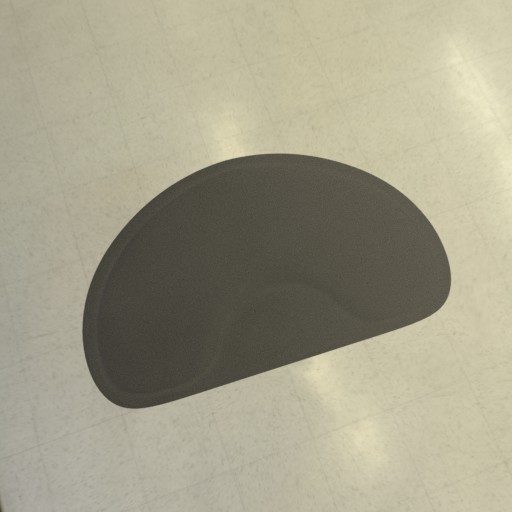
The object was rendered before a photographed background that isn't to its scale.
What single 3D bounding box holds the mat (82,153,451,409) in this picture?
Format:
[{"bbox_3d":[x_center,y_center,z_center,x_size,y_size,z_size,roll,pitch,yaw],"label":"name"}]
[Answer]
[{"bbox_3d":[0.000,0.000,1.845,1.524,0.013,0.913,-17,76,-4],"label":"mat"}]
